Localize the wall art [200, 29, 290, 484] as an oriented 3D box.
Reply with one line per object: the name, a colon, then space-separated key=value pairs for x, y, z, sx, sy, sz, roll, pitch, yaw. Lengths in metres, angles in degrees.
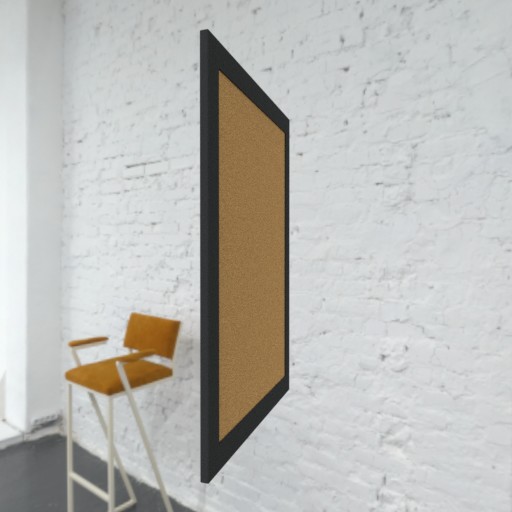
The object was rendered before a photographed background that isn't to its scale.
wall art: x=0.000 y=0.000 z=0.693 sx=0.012 sy=0.529 sz=0.374 roll=0 pitch=1 yaw=19
